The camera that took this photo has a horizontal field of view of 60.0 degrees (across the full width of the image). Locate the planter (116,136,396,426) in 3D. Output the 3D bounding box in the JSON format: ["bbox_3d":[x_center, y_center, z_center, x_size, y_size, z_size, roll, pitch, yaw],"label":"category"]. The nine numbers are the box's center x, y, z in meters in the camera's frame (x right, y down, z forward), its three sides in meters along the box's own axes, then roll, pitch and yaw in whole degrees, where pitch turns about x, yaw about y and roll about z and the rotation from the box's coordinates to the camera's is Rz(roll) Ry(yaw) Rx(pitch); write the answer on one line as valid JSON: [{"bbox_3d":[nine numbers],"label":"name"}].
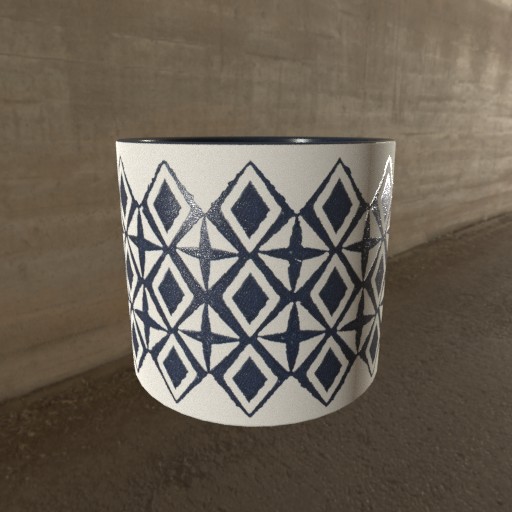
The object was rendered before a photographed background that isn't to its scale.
[{"bbox_3d":[0.000,0.000,0.281,0.159,0.144,0.159,0,16,0],"label":"planter"}]
